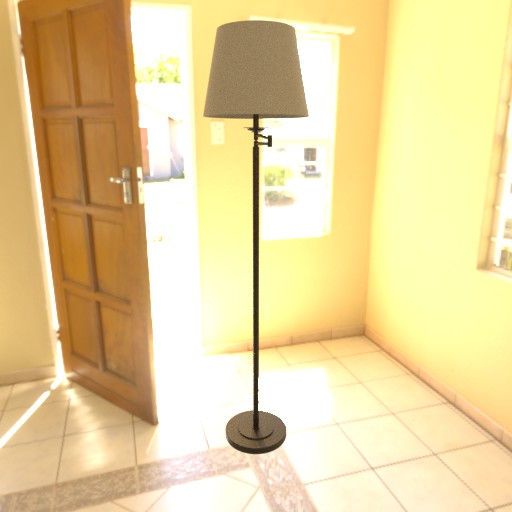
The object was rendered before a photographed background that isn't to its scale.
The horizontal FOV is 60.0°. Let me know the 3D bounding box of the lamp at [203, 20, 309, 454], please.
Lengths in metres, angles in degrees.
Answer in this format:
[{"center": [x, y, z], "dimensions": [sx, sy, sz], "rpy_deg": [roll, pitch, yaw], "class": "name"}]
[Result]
[{"center": [0.000, 0.000, 1.587], "dimensions": [0.348, 1.473, 0.348], "rpy_deg": [-7, 17, -26], "class": "lamp"}]
